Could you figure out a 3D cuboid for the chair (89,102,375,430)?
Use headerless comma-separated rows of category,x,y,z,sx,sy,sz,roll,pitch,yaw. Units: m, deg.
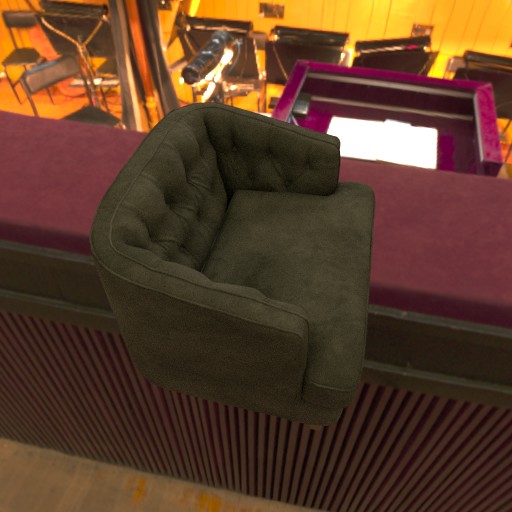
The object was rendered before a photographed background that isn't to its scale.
chair,0.000,0.000,1.838,0.941,0.852,1.104,10,47,9
